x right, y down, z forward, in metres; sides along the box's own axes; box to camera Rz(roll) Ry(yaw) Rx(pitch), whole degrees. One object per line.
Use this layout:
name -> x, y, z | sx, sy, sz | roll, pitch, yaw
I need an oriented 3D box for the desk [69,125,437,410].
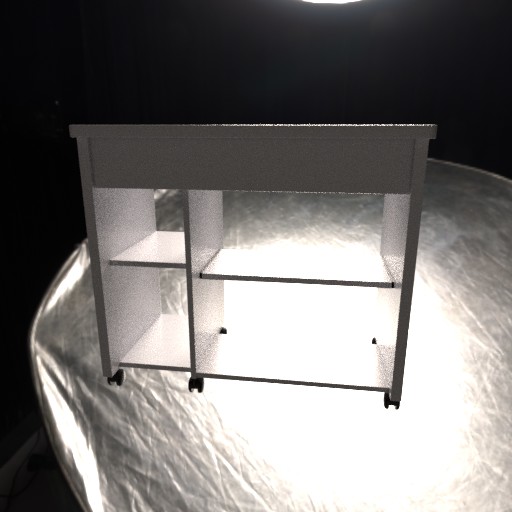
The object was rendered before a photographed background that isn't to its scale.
desk -> 0.000, 0.000, 1.348 | 0.877, 0.763, 0.475 | 2, 17, 8
